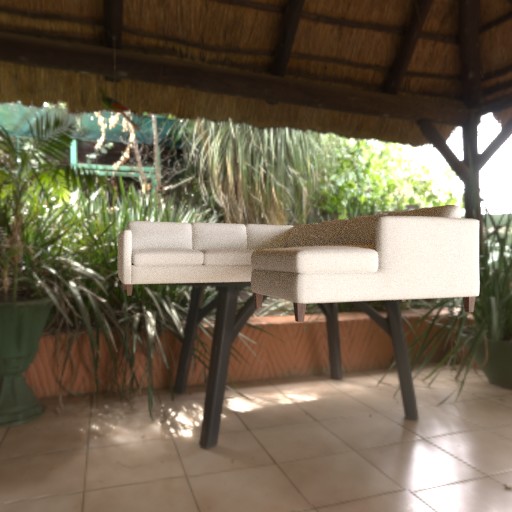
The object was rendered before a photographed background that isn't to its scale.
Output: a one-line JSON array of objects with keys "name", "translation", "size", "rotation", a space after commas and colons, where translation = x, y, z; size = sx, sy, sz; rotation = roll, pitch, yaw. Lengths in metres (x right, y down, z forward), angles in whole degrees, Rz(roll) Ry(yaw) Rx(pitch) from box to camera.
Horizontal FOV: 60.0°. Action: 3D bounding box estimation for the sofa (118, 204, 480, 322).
[{"name": "sofa", "translation": [0.000, 0.000, 4.470], "size": [2.551, 0.853, 3.238], "rotation": [0, 0, -20]}]
